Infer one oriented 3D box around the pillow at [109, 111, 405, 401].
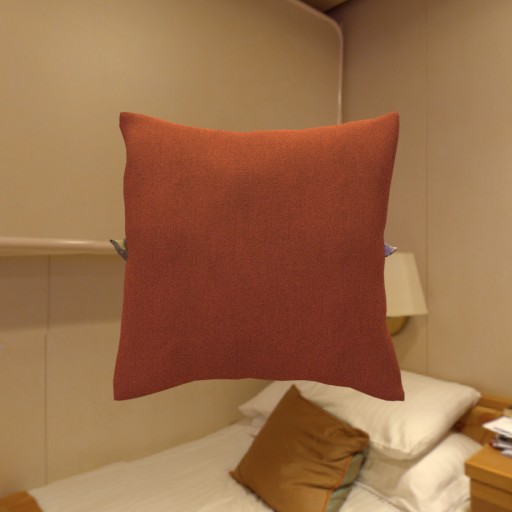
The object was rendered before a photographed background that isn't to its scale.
[{"bbox_3d":[0.000,0.000,0.752,0.490,0.482,0.165,0,0,1],"label":"pillow"}]
